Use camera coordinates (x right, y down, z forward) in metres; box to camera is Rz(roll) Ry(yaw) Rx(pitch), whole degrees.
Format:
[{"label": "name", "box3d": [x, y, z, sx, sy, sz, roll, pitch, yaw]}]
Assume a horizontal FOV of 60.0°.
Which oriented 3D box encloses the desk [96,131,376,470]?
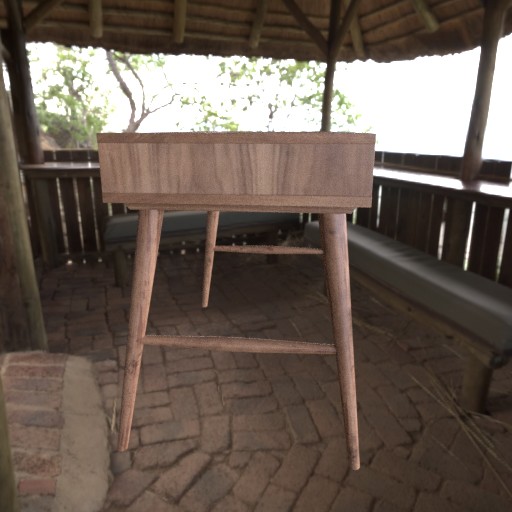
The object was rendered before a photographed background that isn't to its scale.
[{"label": "desk", "box3d": [0.000, 0.000, 1.405, 0.588, 0.758, 0.949, 2, 16, 6]}]
